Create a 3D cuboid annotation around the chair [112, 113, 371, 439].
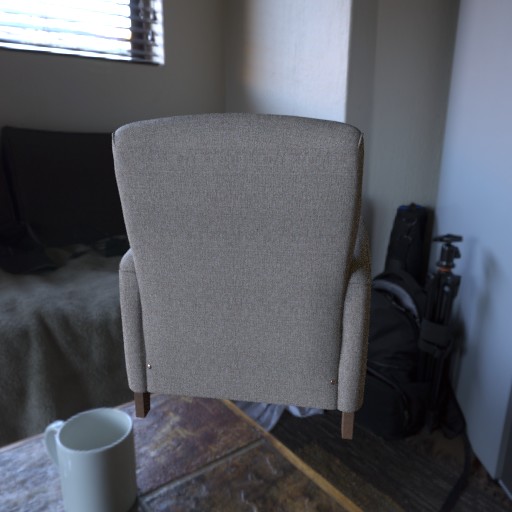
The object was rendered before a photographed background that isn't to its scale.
[{"bbox_3d":[0.000,0.000,1.684,0.848,1.014,0.864,2,16,8],"label":"chair"}]
